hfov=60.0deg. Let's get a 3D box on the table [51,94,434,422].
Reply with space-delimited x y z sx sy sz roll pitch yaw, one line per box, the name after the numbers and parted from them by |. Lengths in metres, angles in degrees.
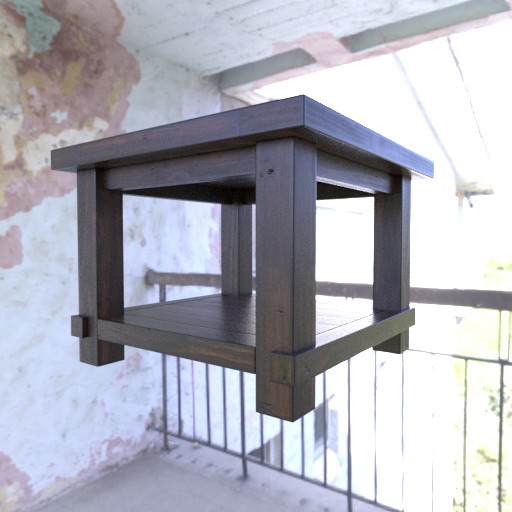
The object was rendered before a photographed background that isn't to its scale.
0.000 0.000 0.977 0.593 0.437 0.606 2 3 36 | table
